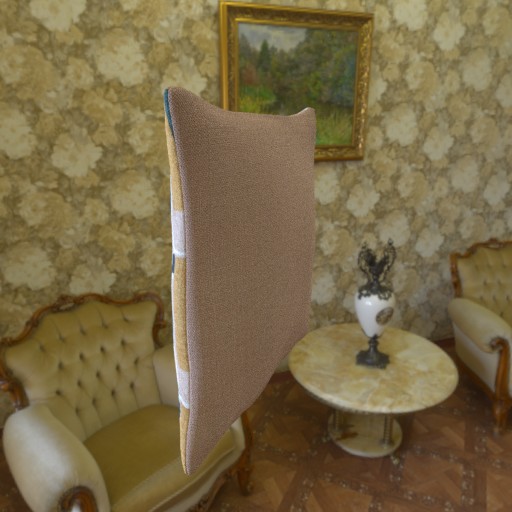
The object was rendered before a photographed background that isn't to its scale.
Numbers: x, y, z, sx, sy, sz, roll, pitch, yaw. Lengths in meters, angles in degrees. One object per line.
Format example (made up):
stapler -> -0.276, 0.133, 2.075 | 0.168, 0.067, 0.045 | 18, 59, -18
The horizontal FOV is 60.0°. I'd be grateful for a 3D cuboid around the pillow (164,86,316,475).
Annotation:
pillow -> 0.000, 0.000, 0.719 | 0.158, 0.479, 0.478 | 7, 17, 24
